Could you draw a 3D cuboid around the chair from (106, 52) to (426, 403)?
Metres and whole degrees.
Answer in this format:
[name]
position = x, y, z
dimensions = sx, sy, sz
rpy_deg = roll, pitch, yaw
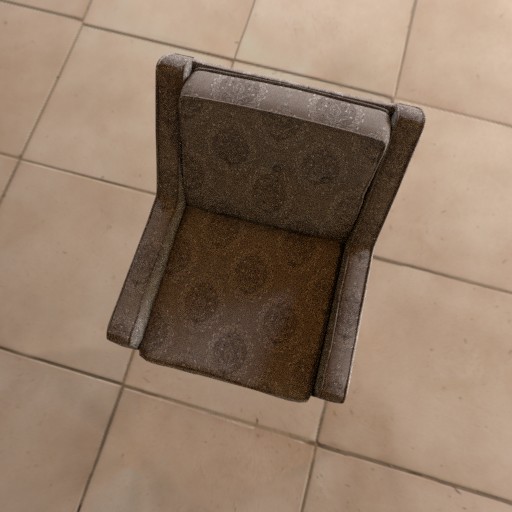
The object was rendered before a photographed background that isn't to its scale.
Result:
[chair]
position = 0.000, 0.000, 1.315
dimensions = 0.665, 0.797, 0.750
rpy_deg = 14, 75, 4
